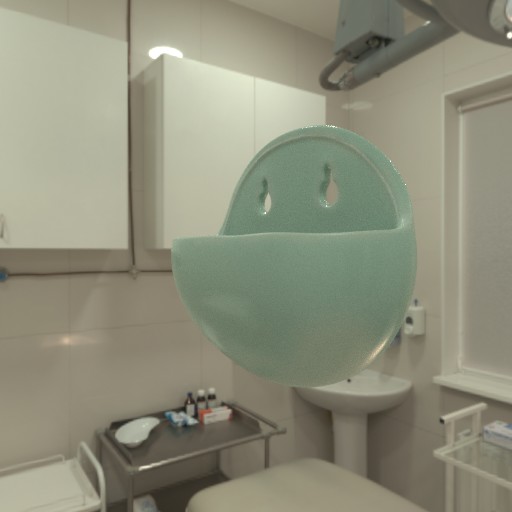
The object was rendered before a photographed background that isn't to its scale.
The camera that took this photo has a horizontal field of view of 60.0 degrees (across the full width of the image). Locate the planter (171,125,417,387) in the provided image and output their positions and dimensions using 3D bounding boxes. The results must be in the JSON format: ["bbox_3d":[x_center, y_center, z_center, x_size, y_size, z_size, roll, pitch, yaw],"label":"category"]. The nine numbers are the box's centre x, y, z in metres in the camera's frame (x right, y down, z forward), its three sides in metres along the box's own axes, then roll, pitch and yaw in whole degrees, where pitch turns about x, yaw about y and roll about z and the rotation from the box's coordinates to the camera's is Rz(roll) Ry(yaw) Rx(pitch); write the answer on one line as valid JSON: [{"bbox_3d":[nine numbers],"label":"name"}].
[{"bbox_3d":[0.000,0.000,0.272,0.073,0.164,0.189,0,1,-35],"label":"planter"}]
